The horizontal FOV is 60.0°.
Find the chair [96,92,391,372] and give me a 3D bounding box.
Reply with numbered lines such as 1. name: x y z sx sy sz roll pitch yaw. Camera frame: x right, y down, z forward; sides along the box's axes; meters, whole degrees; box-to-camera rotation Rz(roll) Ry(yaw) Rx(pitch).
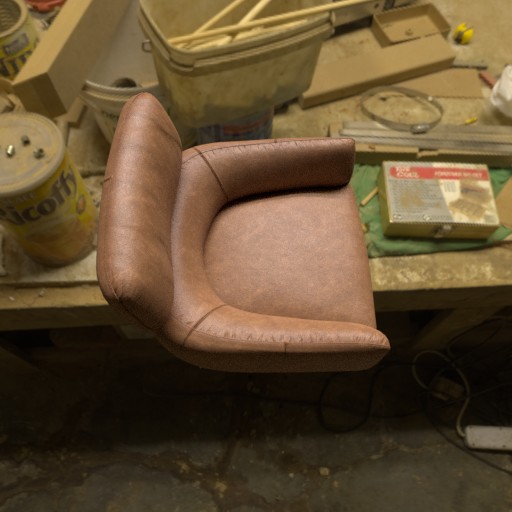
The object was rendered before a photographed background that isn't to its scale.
1. chair: 0.000 0.000 1.351 0.715 0.812 0.706 -1 62 -1
